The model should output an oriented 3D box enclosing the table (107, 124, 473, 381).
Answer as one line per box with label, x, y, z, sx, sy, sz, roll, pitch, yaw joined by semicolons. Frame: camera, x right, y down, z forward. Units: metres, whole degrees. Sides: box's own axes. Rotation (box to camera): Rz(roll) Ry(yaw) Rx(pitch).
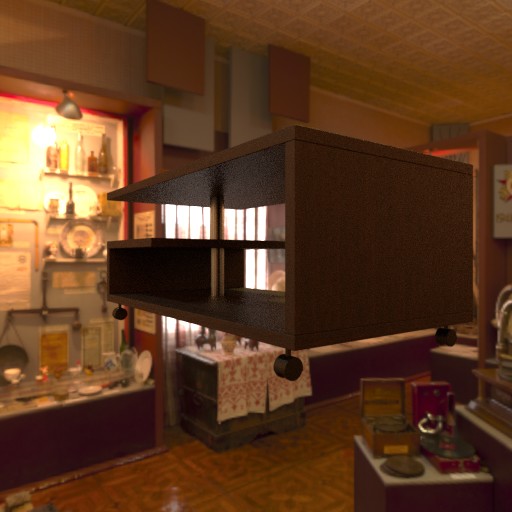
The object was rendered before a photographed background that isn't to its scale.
table;0.000;0.000;1.368;0.590;0.460;1.050;0;0;-36
